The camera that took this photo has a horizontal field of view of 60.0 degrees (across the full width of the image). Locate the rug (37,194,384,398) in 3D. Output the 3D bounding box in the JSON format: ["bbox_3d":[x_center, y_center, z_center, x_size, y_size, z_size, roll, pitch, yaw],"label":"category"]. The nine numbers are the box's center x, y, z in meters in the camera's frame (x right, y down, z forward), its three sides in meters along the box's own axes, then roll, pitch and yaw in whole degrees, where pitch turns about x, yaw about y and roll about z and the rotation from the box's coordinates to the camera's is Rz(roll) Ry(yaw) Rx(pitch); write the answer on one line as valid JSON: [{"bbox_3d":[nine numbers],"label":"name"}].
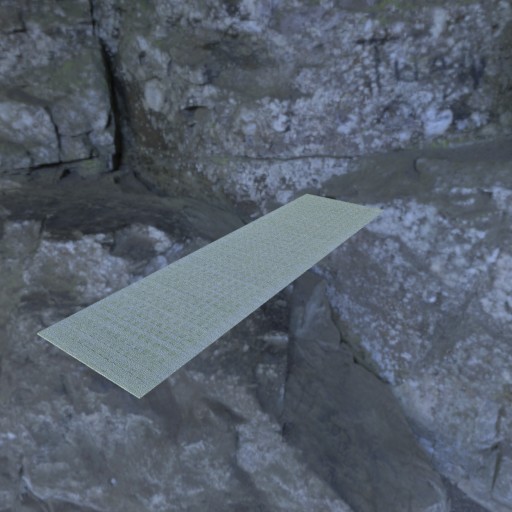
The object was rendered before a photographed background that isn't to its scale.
[{"bbox_3d":[0.000,0.000,2.711,0.686,0.006,2.437,18,31,32],"label":"rug"}]
